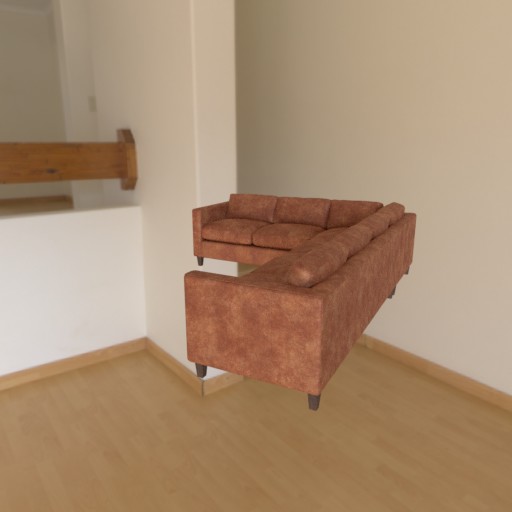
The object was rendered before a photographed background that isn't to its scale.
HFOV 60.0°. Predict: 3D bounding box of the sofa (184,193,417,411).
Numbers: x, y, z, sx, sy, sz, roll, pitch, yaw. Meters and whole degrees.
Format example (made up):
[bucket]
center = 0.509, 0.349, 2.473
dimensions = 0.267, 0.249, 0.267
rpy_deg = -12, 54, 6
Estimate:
[sofa]
center = 0.000, 0.000, 4.251
dimensions = 2.438, 0.838, 3.150
rpy_deg = 7, 16, 27
